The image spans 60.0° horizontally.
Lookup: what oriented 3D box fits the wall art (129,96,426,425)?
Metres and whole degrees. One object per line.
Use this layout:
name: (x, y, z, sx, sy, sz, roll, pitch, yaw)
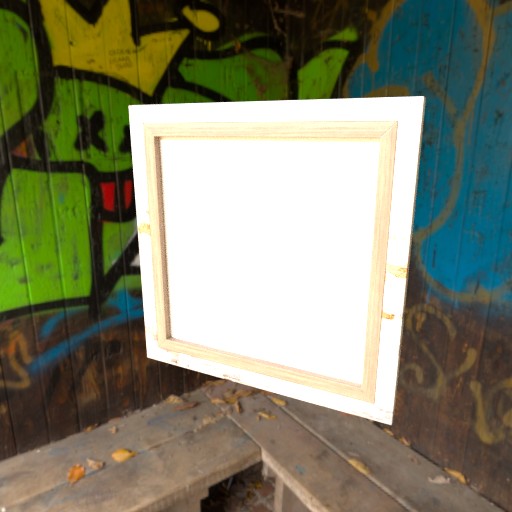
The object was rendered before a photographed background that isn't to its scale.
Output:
wall art: (0.000, 0.000, 1.548, 1.015, 1.018, 0.040, 8, 18, 25)
